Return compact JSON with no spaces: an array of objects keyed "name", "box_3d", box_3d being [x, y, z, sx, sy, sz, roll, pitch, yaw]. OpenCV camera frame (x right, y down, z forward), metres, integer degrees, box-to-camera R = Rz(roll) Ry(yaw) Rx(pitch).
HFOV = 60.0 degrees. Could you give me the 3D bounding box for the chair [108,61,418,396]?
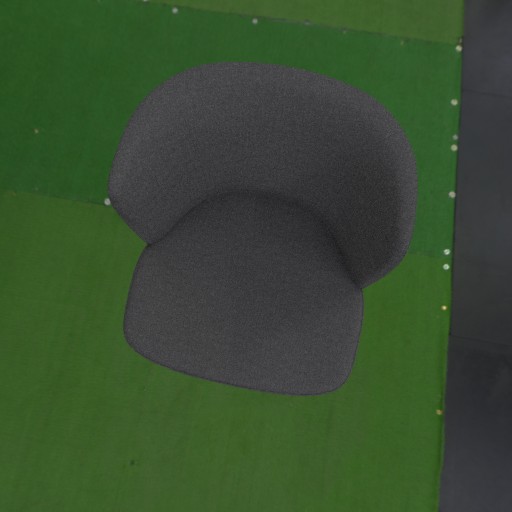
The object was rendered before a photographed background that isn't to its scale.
[{"name":"chair","box_3d":[0.000,0.000,1.219,0.639,0.695,0.698,12,76,3]}]
